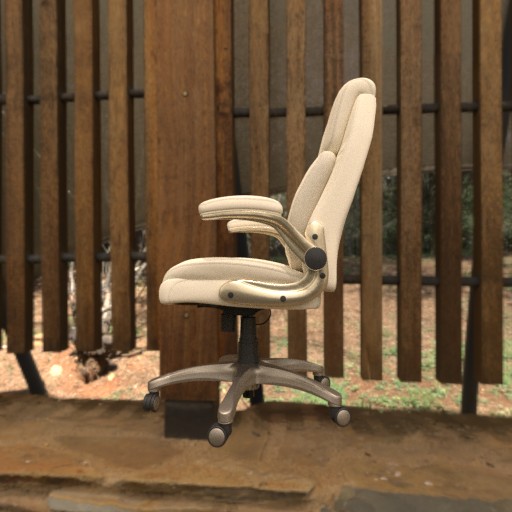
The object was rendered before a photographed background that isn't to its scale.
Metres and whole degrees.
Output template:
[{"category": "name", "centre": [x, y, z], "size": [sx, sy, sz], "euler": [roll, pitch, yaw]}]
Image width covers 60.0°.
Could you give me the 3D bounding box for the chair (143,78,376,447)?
[{"category": "chair", "centre": [0.000, 0.000, 1.632], "size": [0.794, 1.110, 0.740], "euler": [0, 0, 0]}]
